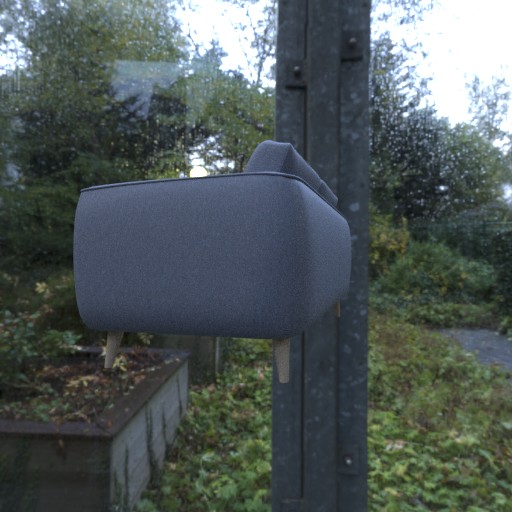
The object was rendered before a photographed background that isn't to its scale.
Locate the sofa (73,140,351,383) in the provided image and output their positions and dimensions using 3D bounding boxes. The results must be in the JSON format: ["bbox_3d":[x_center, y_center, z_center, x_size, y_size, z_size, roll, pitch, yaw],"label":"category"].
[{"bbox_3d":[0.000,0.000,2.503,0.920,0.870,2.000,0,0,17],"label":"sofa"}]
